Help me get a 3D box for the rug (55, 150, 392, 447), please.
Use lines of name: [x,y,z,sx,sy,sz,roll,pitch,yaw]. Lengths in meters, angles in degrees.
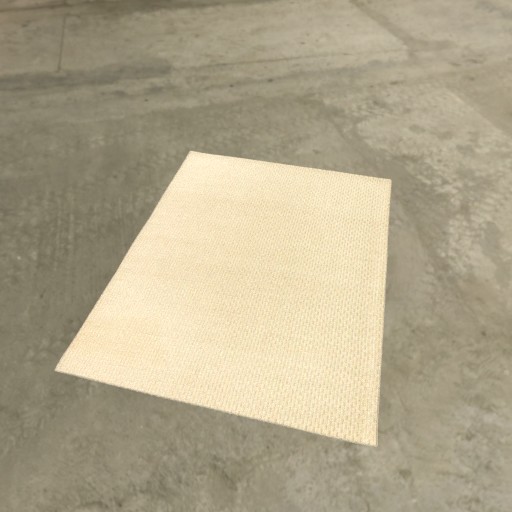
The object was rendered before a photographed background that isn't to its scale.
rug: [0.000,0.000,3.950,2.277,0.035,2.897,10,47,9]
